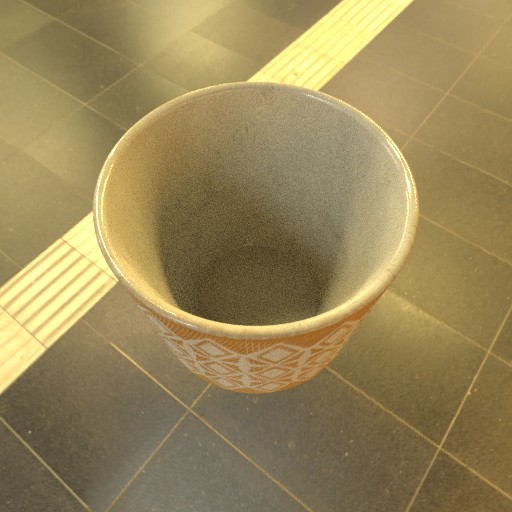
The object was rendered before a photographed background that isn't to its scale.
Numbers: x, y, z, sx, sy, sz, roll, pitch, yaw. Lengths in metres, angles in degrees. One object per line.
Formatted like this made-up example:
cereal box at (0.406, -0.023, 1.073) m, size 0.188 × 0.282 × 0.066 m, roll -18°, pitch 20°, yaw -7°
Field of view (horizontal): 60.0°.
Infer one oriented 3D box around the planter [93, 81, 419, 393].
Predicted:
planter at (0.000, 0.000, 0.336) m, size 0.193 × 0.165 × 0.193 m, roll 0°, pitch 59°, yaw 0°
